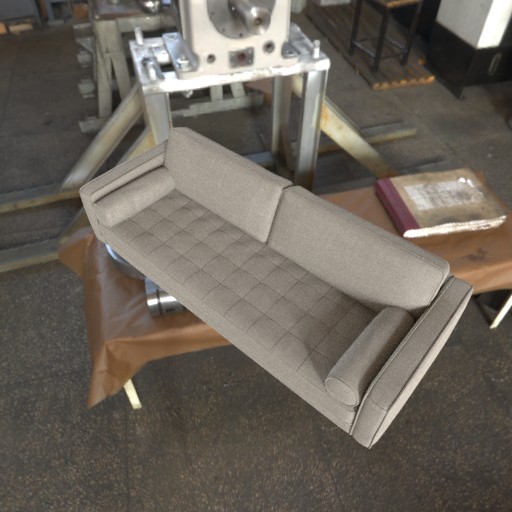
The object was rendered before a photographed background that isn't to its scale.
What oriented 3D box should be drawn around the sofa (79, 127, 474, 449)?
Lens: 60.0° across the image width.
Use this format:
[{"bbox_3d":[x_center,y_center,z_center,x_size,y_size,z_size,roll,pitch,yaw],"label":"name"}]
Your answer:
[{"bbox_3d":[0.000,0.000,2.634,2.211,0.762,0.914,33,55,27],"label":"sofa"}]
